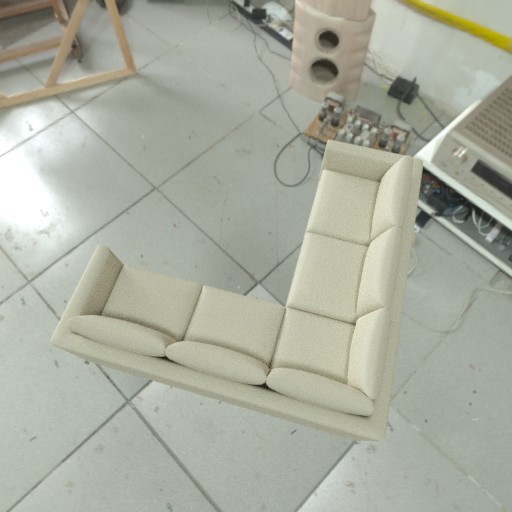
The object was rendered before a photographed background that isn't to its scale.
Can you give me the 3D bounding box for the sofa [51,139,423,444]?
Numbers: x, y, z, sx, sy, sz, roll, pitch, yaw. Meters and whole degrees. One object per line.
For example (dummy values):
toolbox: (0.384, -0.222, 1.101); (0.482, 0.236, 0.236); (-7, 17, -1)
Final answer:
sofa: (0.000, 0.000, 3.799); (2.448, 0.867, 2.430); (14, 64, 7)
